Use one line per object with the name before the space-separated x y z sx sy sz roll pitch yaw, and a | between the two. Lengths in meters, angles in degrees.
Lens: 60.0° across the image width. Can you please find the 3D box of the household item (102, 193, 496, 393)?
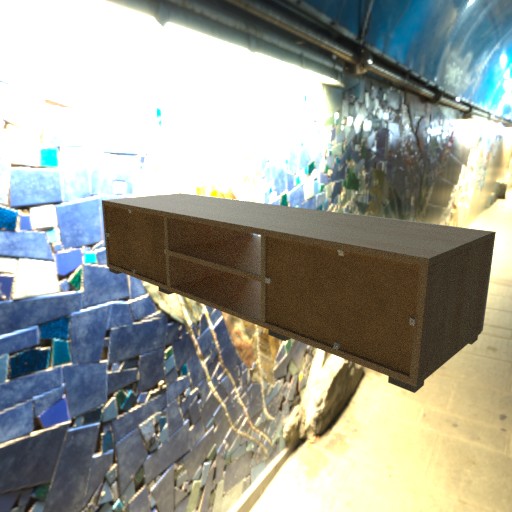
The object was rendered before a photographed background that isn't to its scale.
household item | 0.000 0.000 1.558 1.400 0.310 0.420 14 19 43
